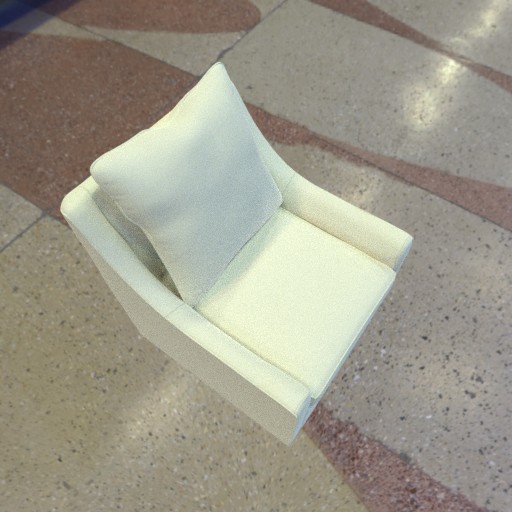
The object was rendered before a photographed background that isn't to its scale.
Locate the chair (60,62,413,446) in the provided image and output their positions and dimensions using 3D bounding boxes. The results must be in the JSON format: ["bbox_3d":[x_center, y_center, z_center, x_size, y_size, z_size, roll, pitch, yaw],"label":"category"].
[{"bbox_3d":[0.000,0.000,1.559,0.876,0.965,0.756,32,63,18],"label":"chair"}]
